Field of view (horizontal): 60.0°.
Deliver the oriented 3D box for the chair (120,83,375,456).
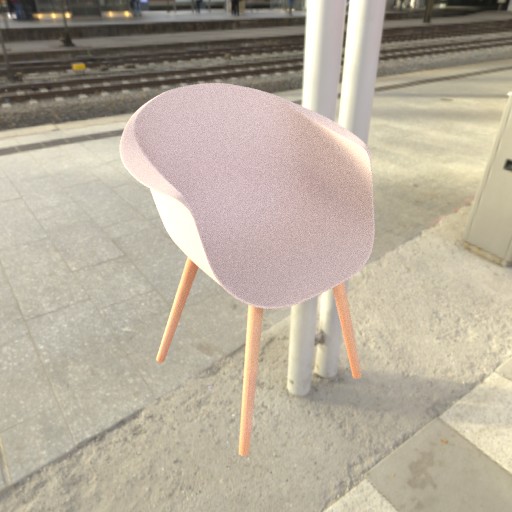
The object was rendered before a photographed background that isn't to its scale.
[{"bbox_3d":[0.000,0.000,1.155,0.593,0.781,0.504,-22,37,-32],"label":"chair"}]
